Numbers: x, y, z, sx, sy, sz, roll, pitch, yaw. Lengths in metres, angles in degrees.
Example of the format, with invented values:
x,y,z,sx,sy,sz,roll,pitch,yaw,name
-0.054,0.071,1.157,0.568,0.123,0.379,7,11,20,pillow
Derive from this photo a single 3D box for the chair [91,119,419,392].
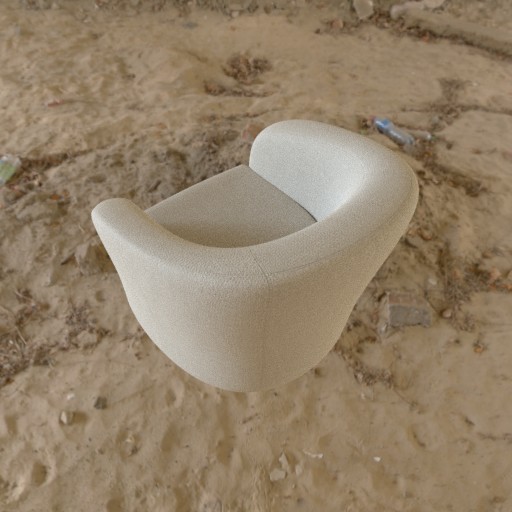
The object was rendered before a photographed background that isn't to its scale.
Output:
x,y,z,sx,sy,sz,roll,pitch,yaw,name
0.000,0.000,1.430,0.791,0.771,0.815,-32,55,-26,chair
